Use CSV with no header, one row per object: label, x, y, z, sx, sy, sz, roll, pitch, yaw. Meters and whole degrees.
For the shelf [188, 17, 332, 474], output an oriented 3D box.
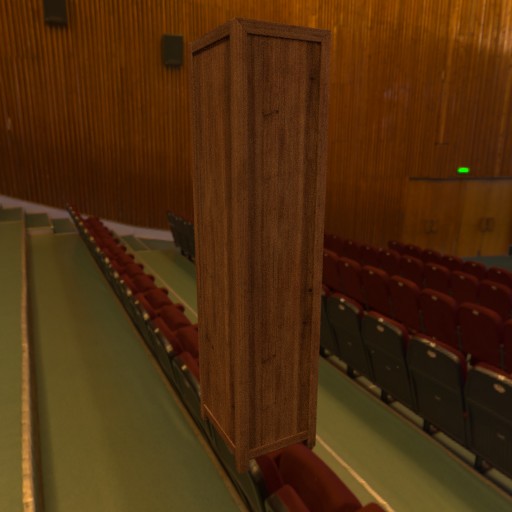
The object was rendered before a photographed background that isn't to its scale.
shelf,0.000,0.000,2.104,0.428,1.900,0.500,-7,16,-27
